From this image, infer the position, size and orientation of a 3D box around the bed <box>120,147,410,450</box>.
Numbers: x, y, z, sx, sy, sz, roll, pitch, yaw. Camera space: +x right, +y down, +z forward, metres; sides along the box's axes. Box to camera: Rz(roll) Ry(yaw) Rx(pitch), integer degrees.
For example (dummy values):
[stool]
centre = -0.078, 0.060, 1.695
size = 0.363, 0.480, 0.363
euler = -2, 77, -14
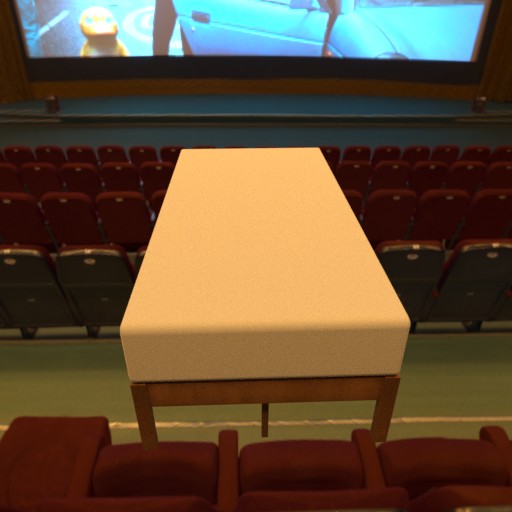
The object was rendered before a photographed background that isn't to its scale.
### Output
[bed]
centre = 0.000, 0.000, 2.403
size = 0.961, 0.616, 1.902
euler = -1, 31, -2
